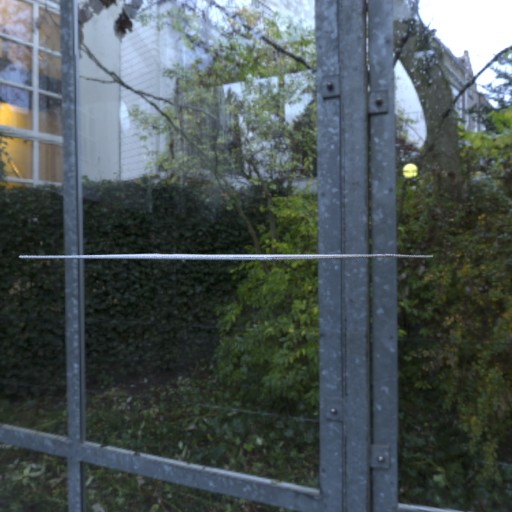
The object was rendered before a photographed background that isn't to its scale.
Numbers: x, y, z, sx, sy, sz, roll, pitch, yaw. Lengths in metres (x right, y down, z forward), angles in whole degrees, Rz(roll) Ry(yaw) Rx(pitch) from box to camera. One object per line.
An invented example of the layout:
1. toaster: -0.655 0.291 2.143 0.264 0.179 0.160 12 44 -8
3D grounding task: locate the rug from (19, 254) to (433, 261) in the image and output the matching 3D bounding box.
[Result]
1. rug: 0.000 0.000 4.226 2.467 0.046 3.245 0 0 35
